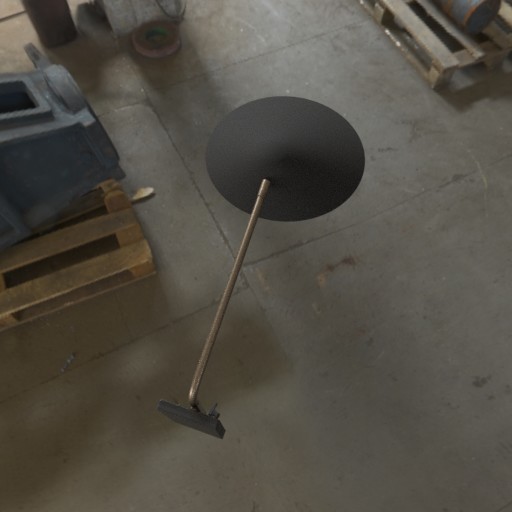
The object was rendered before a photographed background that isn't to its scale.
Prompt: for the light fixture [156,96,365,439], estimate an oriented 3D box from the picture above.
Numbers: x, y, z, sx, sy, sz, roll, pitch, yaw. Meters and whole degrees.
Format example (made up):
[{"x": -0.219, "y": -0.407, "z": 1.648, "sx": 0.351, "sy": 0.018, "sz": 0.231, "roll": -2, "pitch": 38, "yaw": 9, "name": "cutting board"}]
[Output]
[{"x": 0.000, "y": 0.000, "z": 0.680, "sx": 0.240, "sy": 0.312, "sz": 0.516, "roll": 17, "pitch": 64, "yaw": 8, "name": "light fixture"}]
